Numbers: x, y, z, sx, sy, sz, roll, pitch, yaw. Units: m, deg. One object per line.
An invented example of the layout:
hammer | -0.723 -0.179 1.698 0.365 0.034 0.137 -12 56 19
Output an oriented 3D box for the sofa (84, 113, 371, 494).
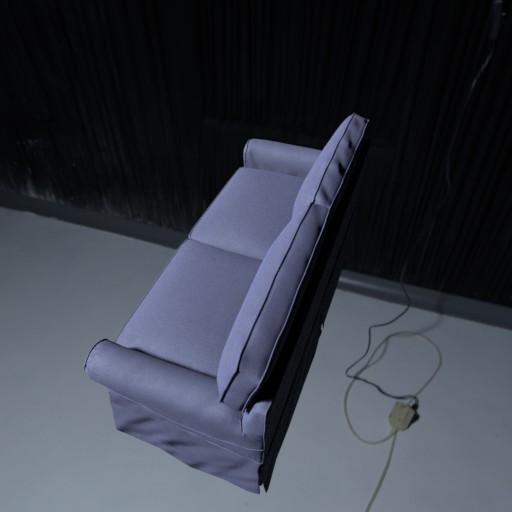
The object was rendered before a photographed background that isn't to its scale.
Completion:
sofa | 0.000 0.000 2.770 0.983 1.094 2.256 15 47 15
